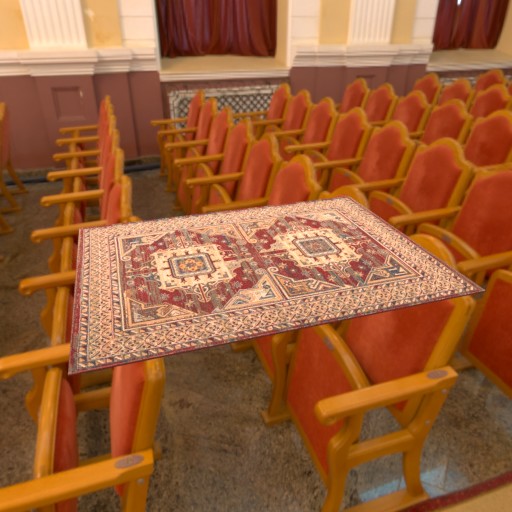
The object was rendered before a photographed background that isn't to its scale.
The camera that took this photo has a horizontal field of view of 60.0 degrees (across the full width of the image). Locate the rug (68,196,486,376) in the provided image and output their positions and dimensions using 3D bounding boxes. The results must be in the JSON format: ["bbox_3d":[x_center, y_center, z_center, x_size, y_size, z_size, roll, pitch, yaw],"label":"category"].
[{"bbox_3d":[0.000,0.000,2.876,2.210,0.011,1.599,-9,29,-16],"label":"rug"}]
